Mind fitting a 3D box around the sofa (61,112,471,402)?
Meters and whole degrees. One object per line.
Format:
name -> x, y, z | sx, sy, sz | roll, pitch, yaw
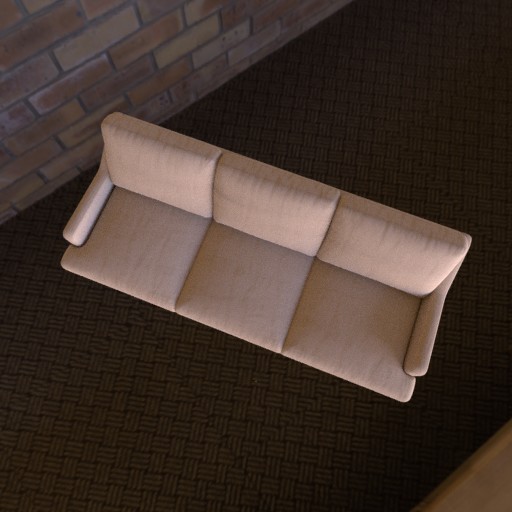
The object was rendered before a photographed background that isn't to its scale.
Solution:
sofa -> 0.000, 0.000, 2.777 | 2.321, 0.913, 1.000 | 20, 75, 6
